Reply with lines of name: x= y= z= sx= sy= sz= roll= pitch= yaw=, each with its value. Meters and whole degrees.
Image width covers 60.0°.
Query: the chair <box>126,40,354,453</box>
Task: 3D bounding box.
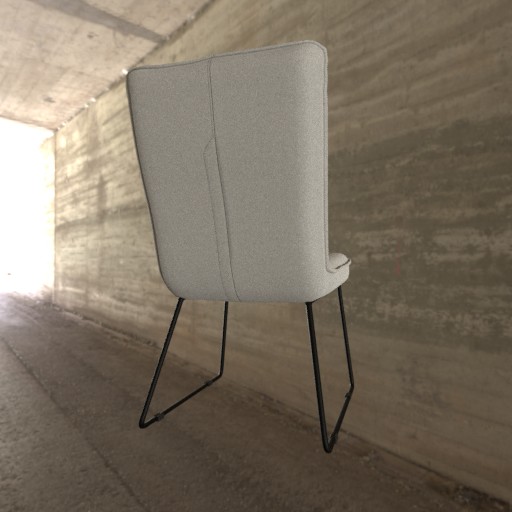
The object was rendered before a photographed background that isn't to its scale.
chair: x=0.000 y=0.000 z=1.317 sx=0.515 sy=0.930 sz=0.688 roll=0 pitch=-1 yaw=18
